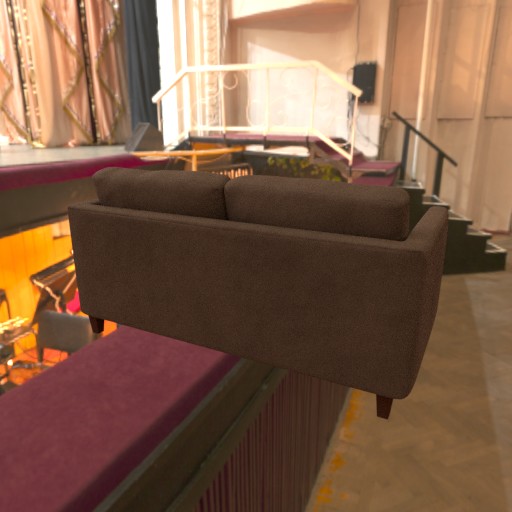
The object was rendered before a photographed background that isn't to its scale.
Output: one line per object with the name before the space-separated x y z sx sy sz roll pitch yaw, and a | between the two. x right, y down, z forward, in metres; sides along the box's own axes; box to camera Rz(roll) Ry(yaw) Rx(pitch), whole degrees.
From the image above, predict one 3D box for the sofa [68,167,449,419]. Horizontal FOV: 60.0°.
sofa | 0.000 0.000 2.472 1.884 0.963 0.950 9 19 26
